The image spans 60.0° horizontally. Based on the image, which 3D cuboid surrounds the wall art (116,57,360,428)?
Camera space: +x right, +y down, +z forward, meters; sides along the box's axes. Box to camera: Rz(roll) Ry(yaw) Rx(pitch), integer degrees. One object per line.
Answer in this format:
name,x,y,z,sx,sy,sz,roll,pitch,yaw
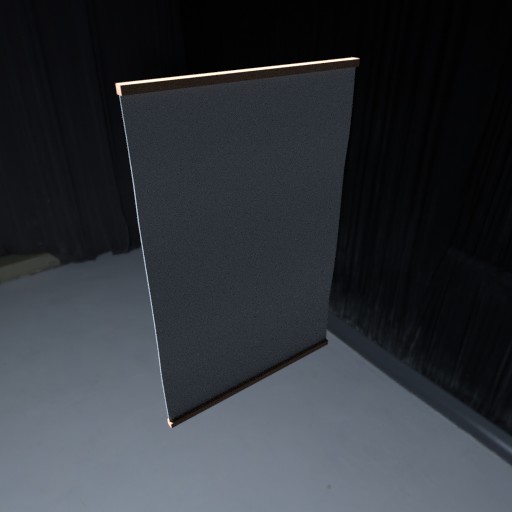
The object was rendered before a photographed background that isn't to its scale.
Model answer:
wall art,0.000,0.000,0.648,0.332,0.508,0.012,-20,36,-30
